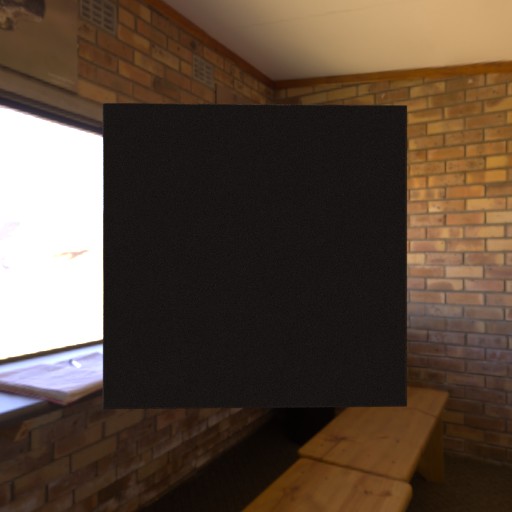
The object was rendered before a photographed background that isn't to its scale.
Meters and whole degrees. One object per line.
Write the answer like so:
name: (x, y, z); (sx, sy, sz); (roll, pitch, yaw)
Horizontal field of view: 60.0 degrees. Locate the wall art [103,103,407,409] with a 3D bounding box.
wall art: (0.000, 0.000, 0.450); (0.304, 0.303, 0.015); (0, 0, -1)
